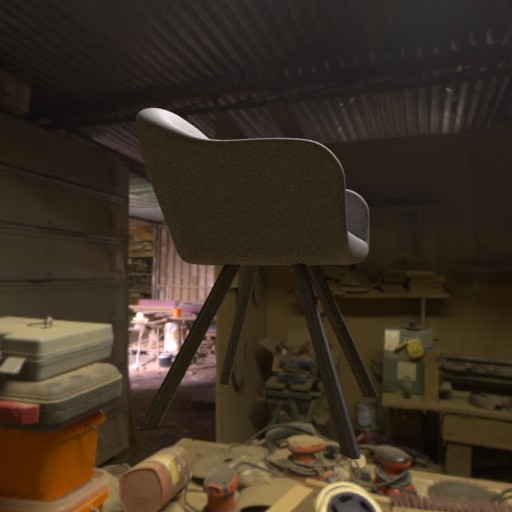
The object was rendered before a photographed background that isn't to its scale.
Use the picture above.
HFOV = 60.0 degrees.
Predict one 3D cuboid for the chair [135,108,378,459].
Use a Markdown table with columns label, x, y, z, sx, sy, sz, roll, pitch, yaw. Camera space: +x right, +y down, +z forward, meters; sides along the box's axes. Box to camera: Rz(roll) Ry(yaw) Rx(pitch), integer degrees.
| label | x | y | z | sx | sy | sz | roll | pitch | yaw |
| --- | --- | --- | --- | --- | --- | --- | --- | --- | --- |
| chair | 0.000 | 0.000 | 1.148 | 0.570 | 0.780 | 0.540 | -1 | -2 | 19 |
